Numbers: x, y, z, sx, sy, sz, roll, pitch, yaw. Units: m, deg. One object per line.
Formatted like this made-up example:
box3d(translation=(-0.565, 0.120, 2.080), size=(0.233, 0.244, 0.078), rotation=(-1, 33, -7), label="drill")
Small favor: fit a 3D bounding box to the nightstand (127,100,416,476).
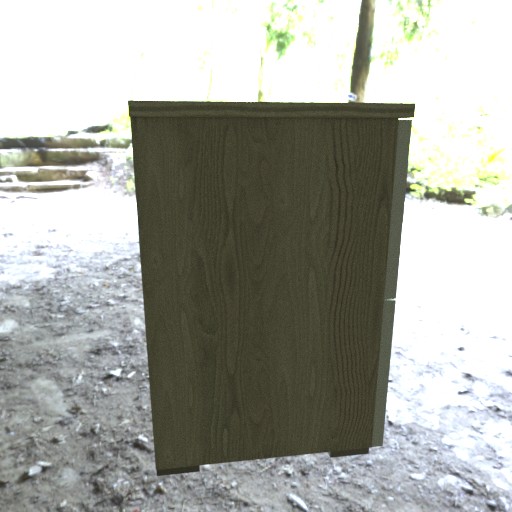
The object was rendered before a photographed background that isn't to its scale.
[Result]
box3d(translation=(0.000, 0.000, 0.741), size=(0.325, 0.461, 0.442), rotation=(-2, 16, -8), label="nightstand")
